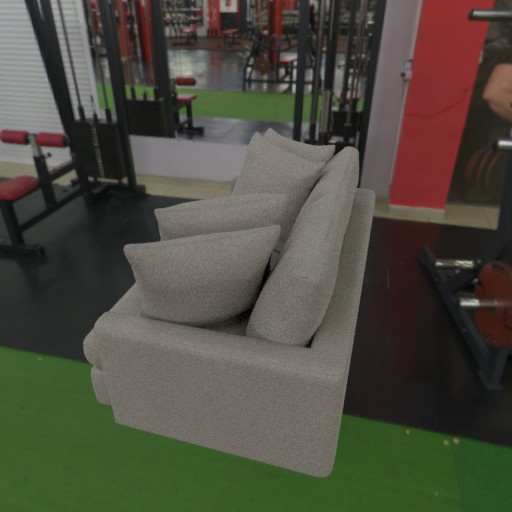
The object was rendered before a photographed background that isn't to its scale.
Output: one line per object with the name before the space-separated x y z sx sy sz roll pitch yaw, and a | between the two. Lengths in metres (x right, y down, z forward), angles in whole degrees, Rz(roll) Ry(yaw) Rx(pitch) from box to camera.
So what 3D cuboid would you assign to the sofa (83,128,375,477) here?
sofa | 0.000 0.000 2.567 1.228 1.080 1.869 9 32 14
